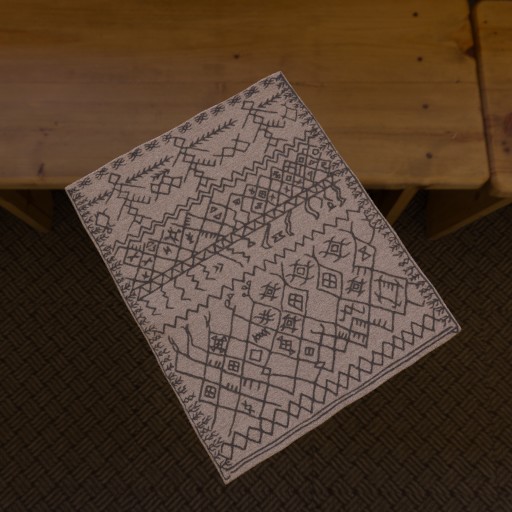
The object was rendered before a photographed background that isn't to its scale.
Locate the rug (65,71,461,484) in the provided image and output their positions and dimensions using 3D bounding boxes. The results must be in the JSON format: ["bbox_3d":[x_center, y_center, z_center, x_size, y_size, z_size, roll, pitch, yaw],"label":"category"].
[{"bbox_3d":[0.000,0.000,3.262,1.964,0.025,2.455,-31,79,-7],"label":"rug"}]
